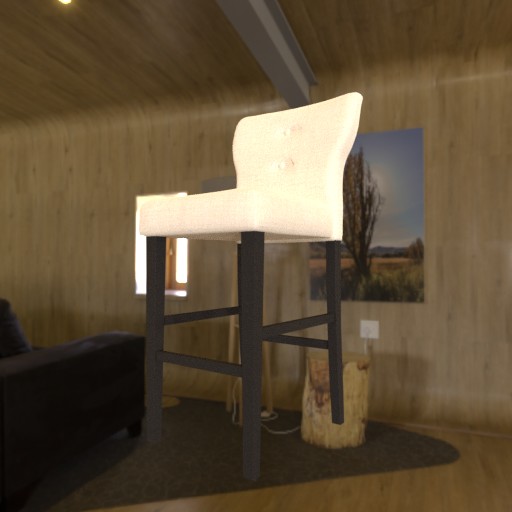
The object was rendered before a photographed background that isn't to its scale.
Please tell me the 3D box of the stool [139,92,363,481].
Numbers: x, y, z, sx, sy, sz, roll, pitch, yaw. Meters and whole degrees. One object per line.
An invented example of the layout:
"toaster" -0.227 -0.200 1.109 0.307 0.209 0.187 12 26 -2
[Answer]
"stool" 0.000 0.000 1.441 0.516 1.124 0.603 -1 -1 37
